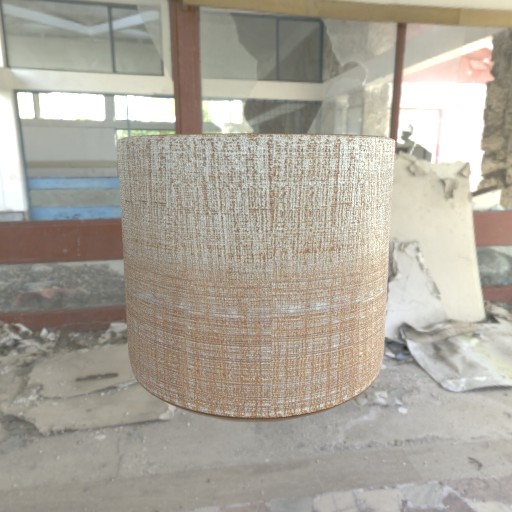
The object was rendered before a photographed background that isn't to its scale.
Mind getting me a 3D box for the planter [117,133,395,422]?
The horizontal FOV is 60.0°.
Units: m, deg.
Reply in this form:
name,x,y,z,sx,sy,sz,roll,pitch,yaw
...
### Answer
name,x,y,z,sx,sy,sz,roll,pitch,yaw
planter,0.000,0.000,0.188,0.109,0.096,0.109,0,13,0
